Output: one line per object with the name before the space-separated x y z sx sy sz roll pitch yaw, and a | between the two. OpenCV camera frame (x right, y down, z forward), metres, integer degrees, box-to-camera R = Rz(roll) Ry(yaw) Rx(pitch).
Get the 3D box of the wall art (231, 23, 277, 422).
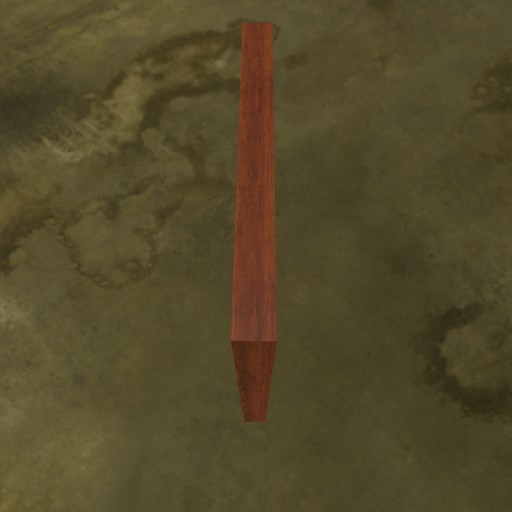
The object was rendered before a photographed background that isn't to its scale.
wall art | 0.000 0.000 0.538 0.030 0.381 0.330 0 62 0
